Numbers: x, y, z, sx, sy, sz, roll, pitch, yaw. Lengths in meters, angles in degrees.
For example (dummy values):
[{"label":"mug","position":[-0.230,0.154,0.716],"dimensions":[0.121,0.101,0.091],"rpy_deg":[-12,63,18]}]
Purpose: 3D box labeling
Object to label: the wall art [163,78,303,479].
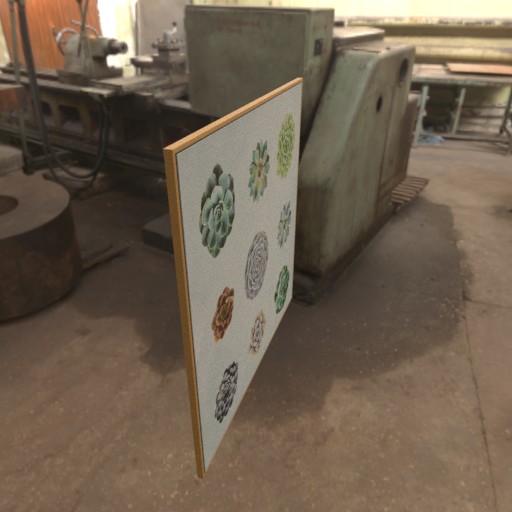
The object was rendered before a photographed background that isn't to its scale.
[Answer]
[{"label":"wall art","position":[0.000,0.000,0.981],"dimensions":[0.014,0.655,0.657],"rpy_deg":[10,31,17]}]
